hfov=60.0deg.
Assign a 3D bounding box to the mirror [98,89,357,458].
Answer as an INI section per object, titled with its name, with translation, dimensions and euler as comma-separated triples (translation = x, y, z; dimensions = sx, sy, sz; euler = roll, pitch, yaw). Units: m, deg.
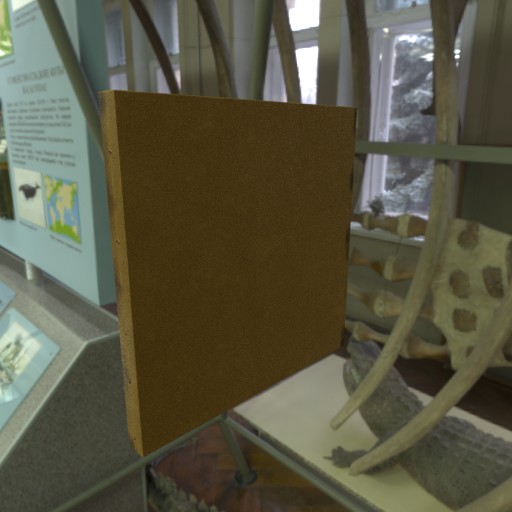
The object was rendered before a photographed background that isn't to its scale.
[mirror]
translation = 0.000, 0.000, 0.768
dimensions = 0.509, 0.507, 0.042
euler = -15, 21, -42
